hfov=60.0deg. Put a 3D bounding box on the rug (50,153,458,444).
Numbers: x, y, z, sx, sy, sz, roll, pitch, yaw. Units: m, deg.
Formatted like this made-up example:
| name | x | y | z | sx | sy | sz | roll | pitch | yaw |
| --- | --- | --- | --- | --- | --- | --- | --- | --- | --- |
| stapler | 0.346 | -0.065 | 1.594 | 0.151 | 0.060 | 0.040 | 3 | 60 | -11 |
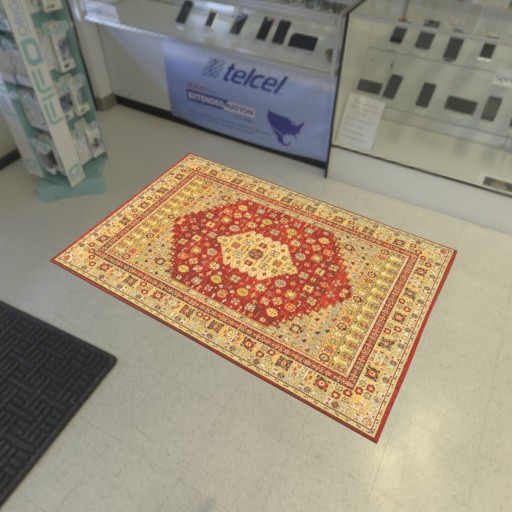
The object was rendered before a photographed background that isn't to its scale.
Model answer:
| name | x | y | z | sx | sy | sz | roll | pitch | yaw |
| --- | --- | --- | --- | --- | --- | --- | --- | --- | --- |
| rug | 0.000 | 0.000 | 2.342 | 1.802 | 0.013 | 1.194 | 24 | 50 | 22 |
